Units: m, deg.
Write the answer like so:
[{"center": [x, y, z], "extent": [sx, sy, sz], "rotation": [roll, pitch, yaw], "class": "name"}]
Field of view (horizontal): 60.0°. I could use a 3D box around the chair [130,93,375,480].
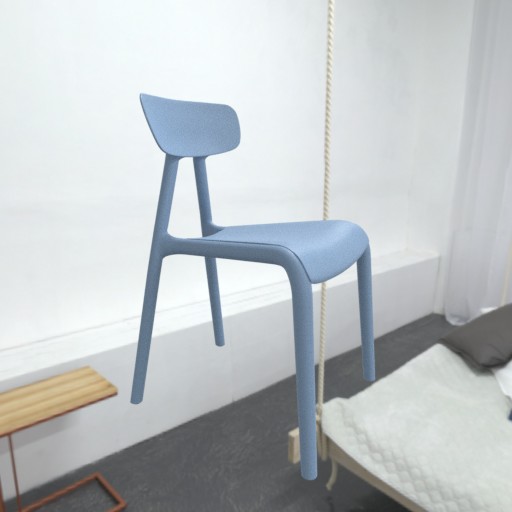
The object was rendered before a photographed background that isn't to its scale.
[{"center": [0.000, 0.000, 0.842], "extent": [0.401, 0.580, 0.356], "rotation": [8, 16, 29], "class": "chair"}]
